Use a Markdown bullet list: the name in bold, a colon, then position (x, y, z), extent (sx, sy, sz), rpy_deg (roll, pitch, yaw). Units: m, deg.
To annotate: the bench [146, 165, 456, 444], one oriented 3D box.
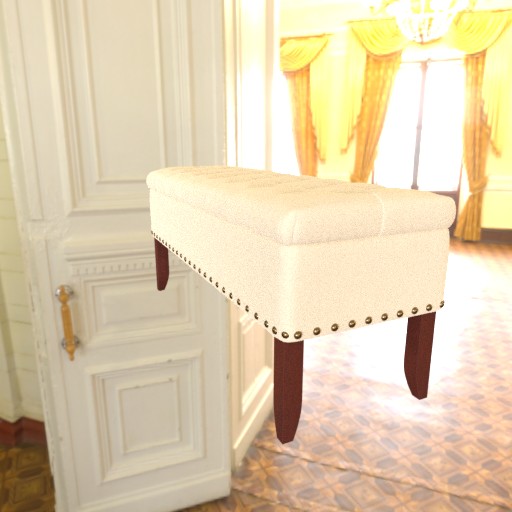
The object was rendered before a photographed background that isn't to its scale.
- **bench**: position (0.000, 0.000, 1.294), extent (0.400, 0.470, 1.054), rpy_deg (-7, 16, -25)
